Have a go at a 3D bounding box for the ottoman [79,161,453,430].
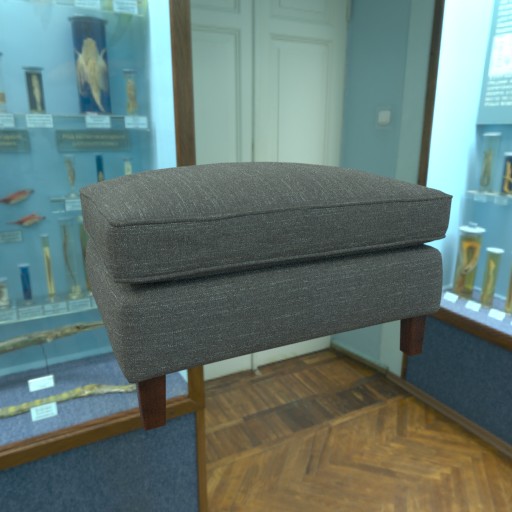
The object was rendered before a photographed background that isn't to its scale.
[{"bbox_3d":[0.000,0.000,0.984,0.686,0.406,0.508,-7,17,-25],"label":"ottoman"}]
